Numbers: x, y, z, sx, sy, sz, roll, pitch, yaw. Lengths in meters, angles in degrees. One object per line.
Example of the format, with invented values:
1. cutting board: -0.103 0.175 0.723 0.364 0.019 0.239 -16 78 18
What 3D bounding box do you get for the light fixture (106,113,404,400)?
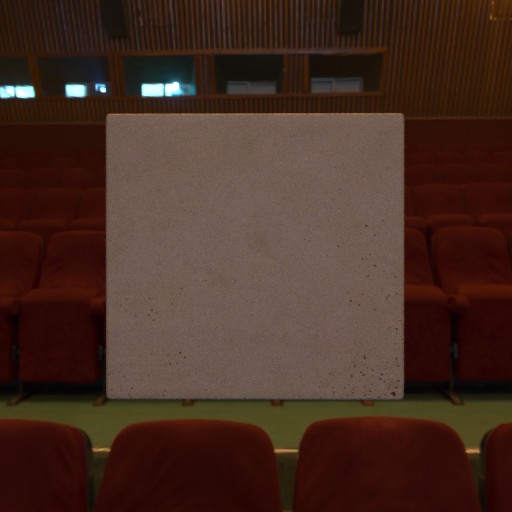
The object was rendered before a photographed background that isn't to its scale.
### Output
1. light fixture: 0.000 0.000 0.237 0.121 0.121 0.143 0 0 0
